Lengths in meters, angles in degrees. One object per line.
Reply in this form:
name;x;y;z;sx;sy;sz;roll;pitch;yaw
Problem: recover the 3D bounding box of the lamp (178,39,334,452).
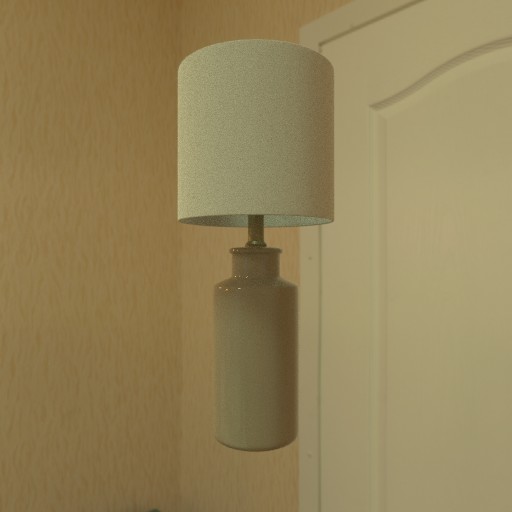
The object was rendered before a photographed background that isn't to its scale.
lamp;0.000;0.000;0.609;0.212;0.493;0.212;0;0;17
